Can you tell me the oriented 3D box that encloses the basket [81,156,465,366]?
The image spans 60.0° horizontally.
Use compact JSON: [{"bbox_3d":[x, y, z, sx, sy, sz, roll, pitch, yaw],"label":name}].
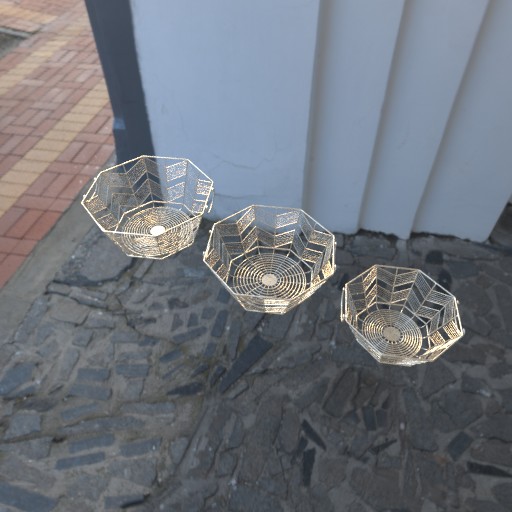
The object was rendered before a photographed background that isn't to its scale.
[{"bbox_3d":[0.000,0.000,1.383,1.246,0.178,0.432,23,51,20],"label":"basket"}]
